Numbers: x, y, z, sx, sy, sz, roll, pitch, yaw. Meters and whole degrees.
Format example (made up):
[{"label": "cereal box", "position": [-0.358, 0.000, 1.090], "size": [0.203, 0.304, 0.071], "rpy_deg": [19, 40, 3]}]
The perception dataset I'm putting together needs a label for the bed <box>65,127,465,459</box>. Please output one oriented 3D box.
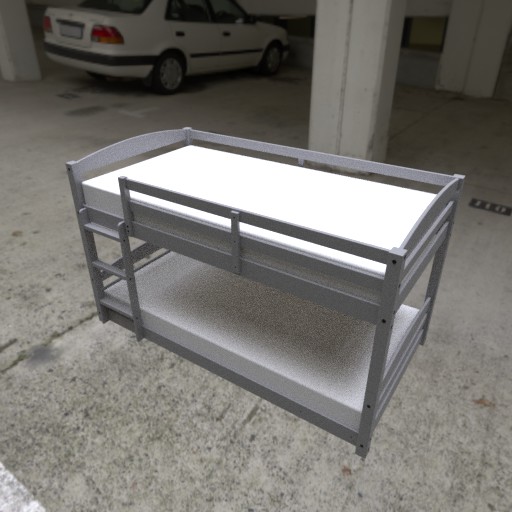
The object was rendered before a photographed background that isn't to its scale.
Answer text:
[{"label": "bed", "position": [0.000, 0.000, 2.778], "size": [2.013, 1.206, 1.105], "rpy_deg": [18, 34, 29]}]
